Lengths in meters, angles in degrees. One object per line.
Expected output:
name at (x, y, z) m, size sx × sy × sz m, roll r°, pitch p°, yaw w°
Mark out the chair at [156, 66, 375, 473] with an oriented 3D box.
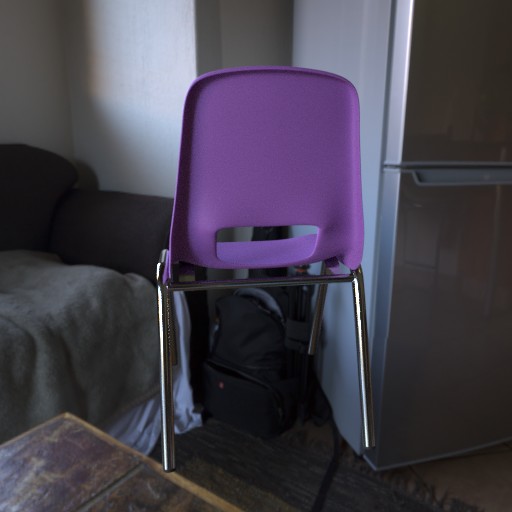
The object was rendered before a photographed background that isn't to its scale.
chair at (0.000, 0.000, 0.671) m, size 0.291 × 0.493 × 0.301 m, roll -2°, pitch 15°, yaw -9°
